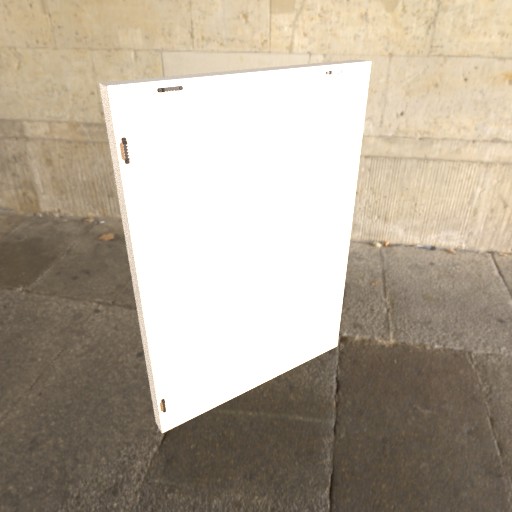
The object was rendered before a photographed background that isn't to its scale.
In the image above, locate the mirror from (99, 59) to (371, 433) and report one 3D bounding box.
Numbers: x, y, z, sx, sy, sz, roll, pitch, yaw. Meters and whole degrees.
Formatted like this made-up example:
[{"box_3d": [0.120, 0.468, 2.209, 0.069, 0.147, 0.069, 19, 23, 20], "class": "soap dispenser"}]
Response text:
[{"box_3d": [0.000, 0.000, 0.912, 0.507, 0.710, 0.040, -18, 35, -28], "class": "mirror"}]
